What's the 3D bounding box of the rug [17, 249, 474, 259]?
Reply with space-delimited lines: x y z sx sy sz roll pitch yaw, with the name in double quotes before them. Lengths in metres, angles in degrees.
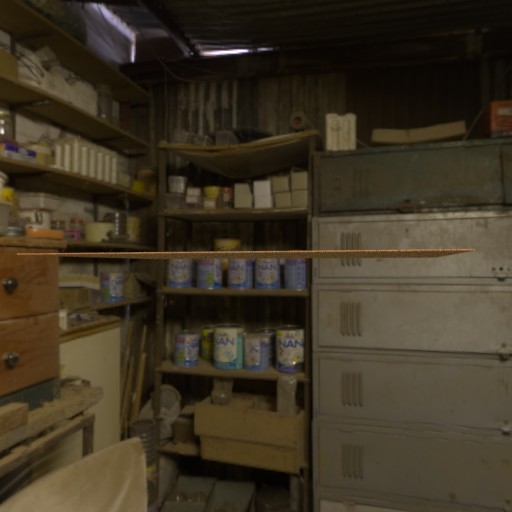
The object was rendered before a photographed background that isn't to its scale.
"rug" 0.000 0.000 2.835 2.285 0.006 1.524 0 -1 17
